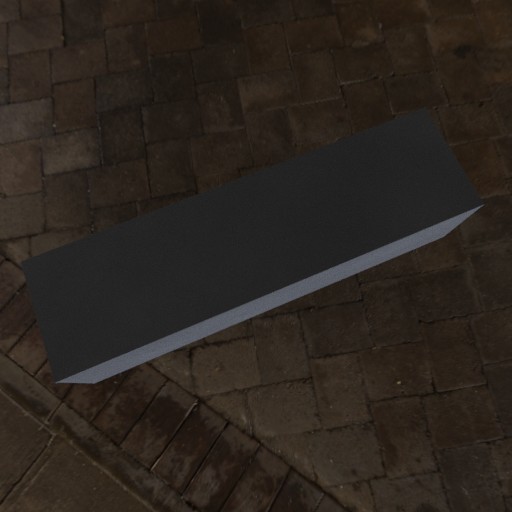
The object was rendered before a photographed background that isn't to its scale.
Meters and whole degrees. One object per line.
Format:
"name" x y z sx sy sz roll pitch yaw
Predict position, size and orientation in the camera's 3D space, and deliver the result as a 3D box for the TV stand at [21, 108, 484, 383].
"TV stand" 0.000 0.000 1.646 1.400 0.560 0.400 -22 75 -6
